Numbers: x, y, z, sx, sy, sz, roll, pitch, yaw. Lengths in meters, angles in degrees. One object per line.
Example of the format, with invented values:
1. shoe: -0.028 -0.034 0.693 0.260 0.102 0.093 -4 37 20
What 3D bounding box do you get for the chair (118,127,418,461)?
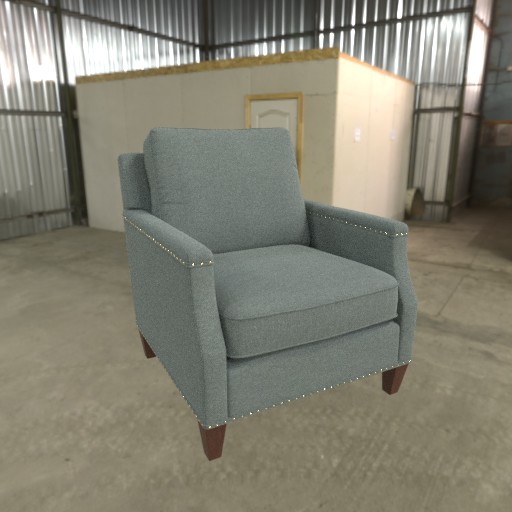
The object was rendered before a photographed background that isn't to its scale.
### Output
1. chair: 0.000 0.000 1.845 0.885 1.031 1.031 -8 18 -27
